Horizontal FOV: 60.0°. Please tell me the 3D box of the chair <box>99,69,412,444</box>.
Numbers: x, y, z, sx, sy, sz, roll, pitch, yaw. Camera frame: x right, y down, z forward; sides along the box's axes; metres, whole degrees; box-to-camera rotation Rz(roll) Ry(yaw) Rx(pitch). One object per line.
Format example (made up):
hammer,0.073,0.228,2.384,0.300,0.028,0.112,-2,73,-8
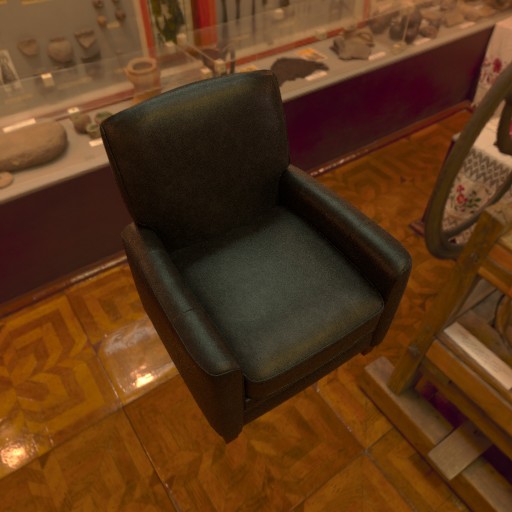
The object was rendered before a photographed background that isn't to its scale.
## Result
chair,0.000,0.000,1.659,0.848,1.014,0.864,-26,53,-21
